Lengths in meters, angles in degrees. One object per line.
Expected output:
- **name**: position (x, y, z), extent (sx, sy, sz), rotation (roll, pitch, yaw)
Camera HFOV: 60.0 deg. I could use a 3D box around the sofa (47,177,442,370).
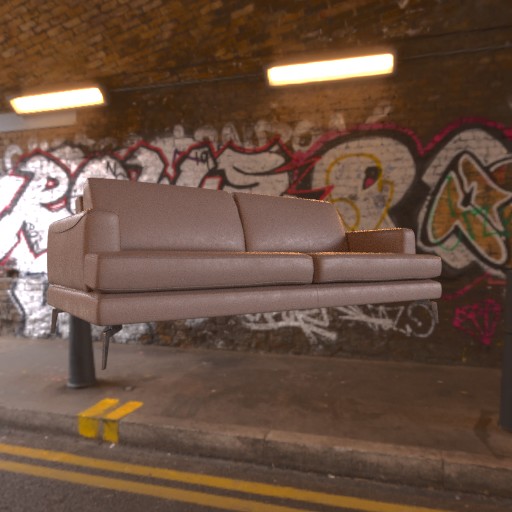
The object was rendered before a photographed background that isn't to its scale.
- **sofa**: position (0.000, 0.000, 2.374), extent (1.940, 0.765, 0.974), rotation (0, -1, -35)
